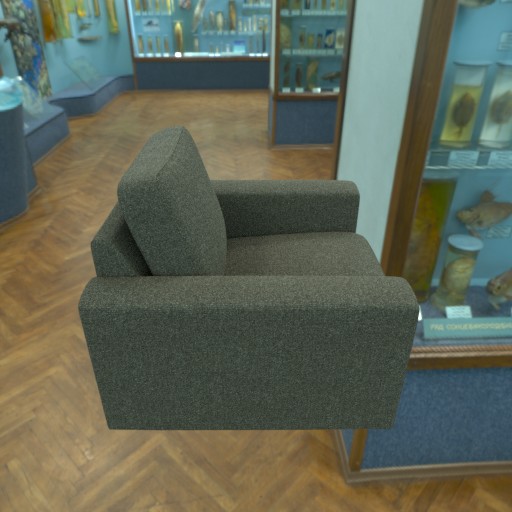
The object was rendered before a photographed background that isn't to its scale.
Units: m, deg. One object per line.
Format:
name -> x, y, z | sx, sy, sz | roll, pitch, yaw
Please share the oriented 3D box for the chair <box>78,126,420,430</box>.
chair -> 0.000, 0.000, 1.738 | 1.016, 0.873, 1.005 | 0, 30, 0
